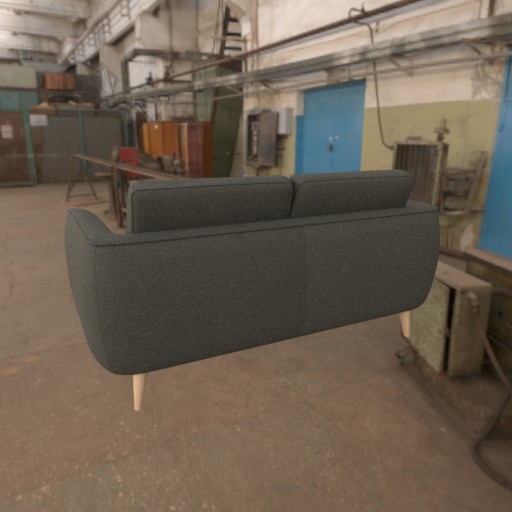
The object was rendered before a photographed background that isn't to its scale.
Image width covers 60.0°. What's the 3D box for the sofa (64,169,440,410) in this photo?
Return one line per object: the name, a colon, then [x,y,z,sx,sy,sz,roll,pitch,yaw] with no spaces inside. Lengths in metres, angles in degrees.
sofa: [0.000,0.000,2.211,1.700,0.850,0.920,-8,17,-26]
